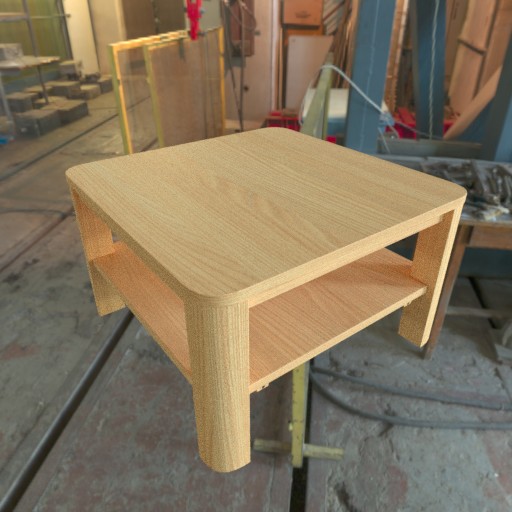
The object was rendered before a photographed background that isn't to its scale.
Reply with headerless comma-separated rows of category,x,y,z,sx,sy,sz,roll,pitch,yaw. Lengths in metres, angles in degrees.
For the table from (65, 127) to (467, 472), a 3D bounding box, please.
table,0.000,0.000,1.228,0.750,0.450,0.750,-21,37,-31
